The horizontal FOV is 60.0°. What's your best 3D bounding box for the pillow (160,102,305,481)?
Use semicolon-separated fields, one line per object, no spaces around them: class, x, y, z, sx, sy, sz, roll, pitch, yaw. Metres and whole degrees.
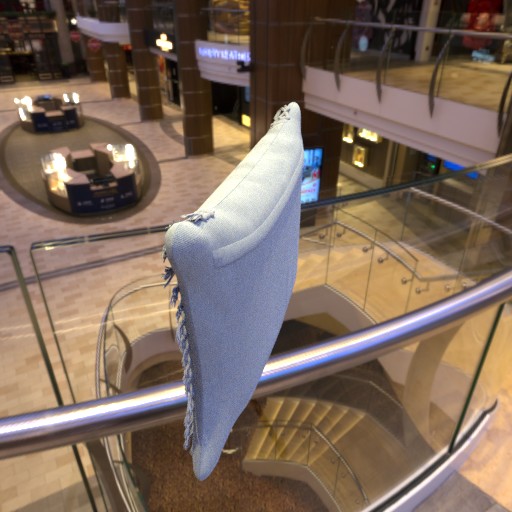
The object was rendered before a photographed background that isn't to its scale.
pillow;0.000;0.000;0.580;0.084;0.305;0.466;8;32;13
